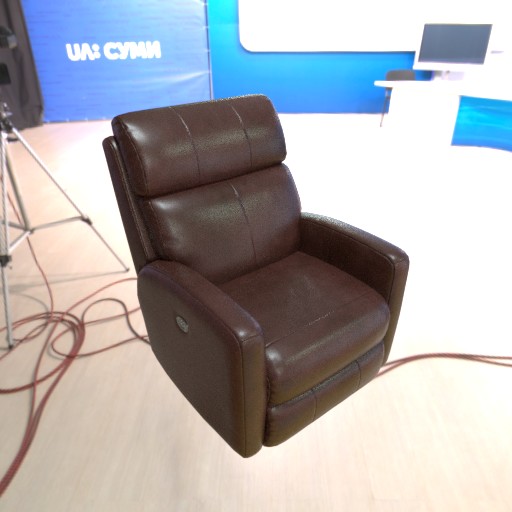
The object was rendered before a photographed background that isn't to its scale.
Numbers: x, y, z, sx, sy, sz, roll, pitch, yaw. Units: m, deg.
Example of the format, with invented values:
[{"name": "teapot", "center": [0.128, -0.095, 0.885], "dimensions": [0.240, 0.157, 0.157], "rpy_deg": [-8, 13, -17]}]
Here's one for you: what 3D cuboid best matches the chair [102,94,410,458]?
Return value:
[{"name": "chair", "center": [0.000, 0.000, 1.691], "dimensions": [0.787, 1.016, 0.939], "rpy_deg": [-21, 36, -32]}]
